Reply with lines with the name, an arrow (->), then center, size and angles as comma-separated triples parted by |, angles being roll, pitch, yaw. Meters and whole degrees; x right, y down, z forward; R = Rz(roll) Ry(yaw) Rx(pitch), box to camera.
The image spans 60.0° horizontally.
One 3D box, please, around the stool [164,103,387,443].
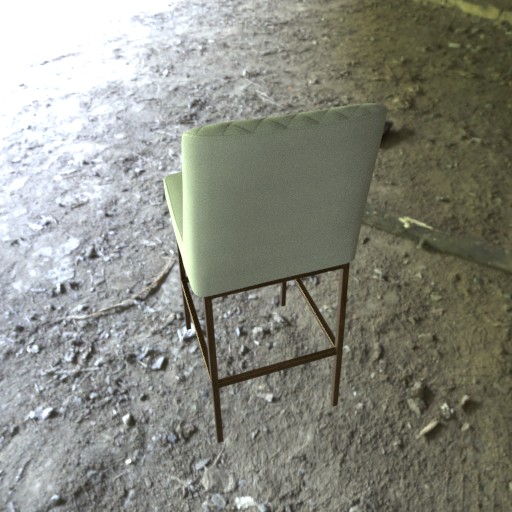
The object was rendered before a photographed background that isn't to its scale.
stool -> 0.000, 0.000, 1.354 | 0.462, 1.084, 0.546 | -12, 42, -14
